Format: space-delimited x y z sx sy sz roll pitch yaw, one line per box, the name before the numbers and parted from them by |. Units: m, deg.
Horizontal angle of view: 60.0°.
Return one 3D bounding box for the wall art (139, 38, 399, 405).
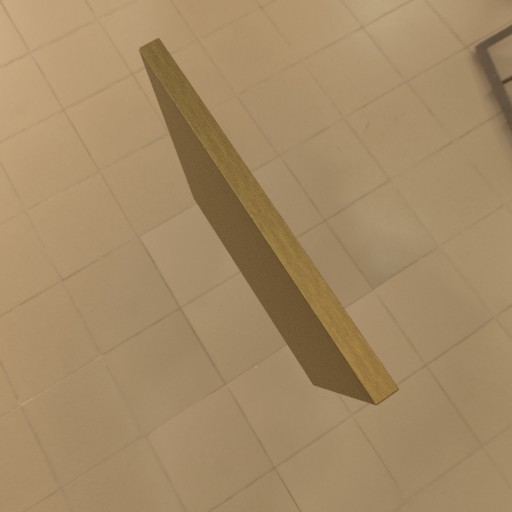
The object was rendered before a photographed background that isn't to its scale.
wall art | 0.000 0.000 0.749 0.030 0.506 0.503 -32 78 -7
